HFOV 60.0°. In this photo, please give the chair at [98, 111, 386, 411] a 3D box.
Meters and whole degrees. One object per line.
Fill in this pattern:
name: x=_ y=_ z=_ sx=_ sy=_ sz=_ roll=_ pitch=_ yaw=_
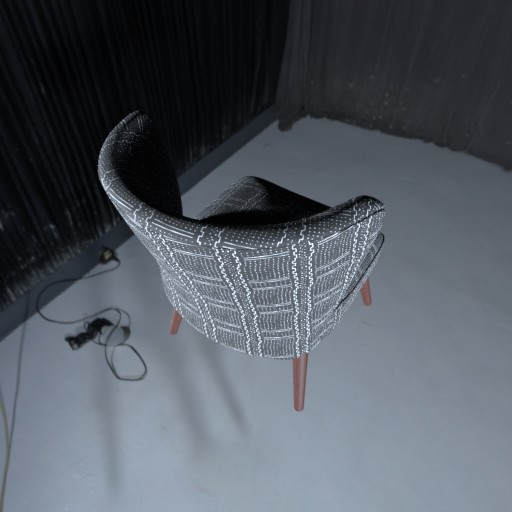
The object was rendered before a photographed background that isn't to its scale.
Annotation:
chair: x=0.000 y=0.000 z=1.366 sx=0.710 sy=0.866 sz=0.758 roll=26 pitch=52 yaw=22
